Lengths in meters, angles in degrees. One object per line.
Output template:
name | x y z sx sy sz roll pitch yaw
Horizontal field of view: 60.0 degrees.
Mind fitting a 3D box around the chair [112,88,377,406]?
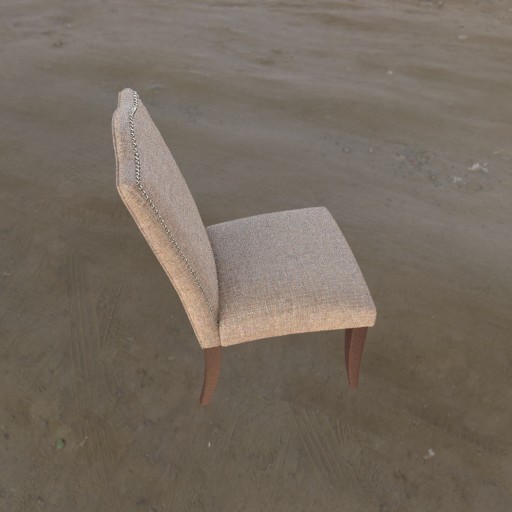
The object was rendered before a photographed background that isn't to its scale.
chair | 0.000 0.000 1.399 0.660 1.016 0.513 -8 47 -8
